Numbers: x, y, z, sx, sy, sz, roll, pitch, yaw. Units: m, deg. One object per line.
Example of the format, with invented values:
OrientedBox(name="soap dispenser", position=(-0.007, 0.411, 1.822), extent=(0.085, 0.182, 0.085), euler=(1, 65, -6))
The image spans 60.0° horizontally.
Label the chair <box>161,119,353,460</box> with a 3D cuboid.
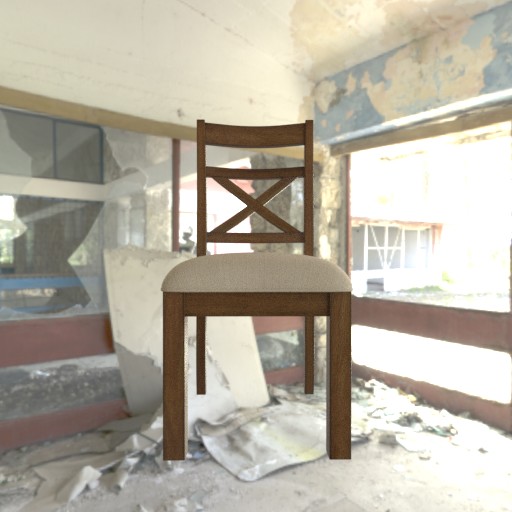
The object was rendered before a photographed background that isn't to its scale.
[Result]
OrientedBox(name="chair", position=(0.000, 0.000, 1.303), extent=(0.461, 0.949, 0.581), euler=(0, 0, -1))
